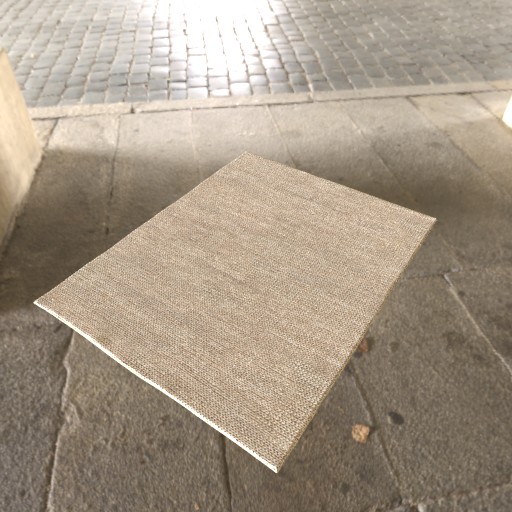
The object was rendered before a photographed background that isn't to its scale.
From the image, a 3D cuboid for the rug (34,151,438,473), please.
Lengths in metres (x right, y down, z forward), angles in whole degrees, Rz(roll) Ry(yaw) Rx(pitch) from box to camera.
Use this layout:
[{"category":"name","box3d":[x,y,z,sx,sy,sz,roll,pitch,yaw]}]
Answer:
[{"category":"rug","box3d":[0.000,0.000,4.126,2.429,0.030,3.052,25,48,25]}]
